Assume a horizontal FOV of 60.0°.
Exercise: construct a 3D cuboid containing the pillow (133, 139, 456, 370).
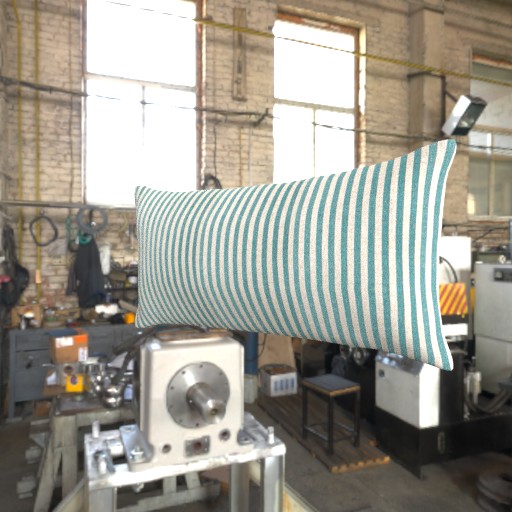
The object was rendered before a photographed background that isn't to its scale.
[{"bbox_3d":[0.000,0.000,0.736,0.617,0.295,0.151,0,0,35],"label":"pillow"}]
